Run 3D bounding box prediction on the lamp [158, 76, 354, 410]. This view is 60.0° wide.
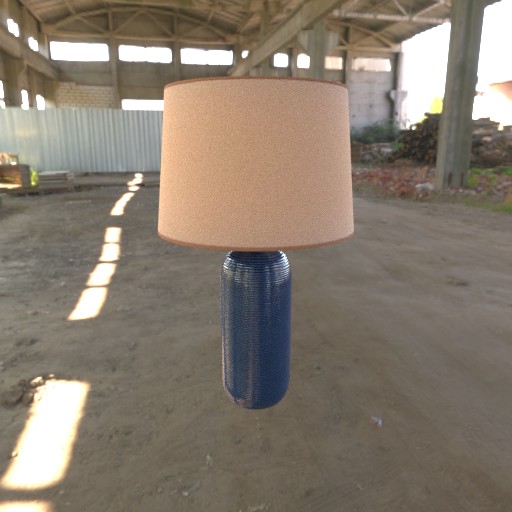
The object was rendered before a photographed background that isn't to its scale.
[{"bbox_3d":[0.000,0.000,0.861,0.367,0.609,0.367,0,14,0],"label":"lamp"}]
